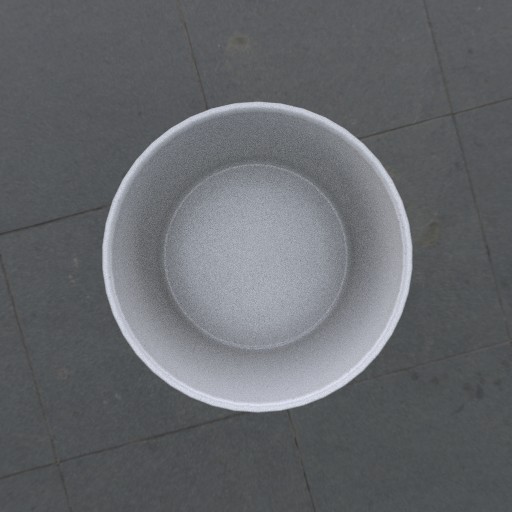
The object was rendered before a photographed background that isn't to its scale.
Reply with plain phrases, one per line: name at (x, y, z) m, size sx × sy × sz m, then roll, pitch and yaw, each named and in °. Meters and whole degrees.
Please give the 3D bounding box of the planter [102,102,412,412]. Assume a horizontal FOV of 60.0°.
planter at (0.000, 0.000, 0.525) m, size 0.249 × 0.343 × 0.249 m, roll 0°, pitch 90°, yaw -1°
